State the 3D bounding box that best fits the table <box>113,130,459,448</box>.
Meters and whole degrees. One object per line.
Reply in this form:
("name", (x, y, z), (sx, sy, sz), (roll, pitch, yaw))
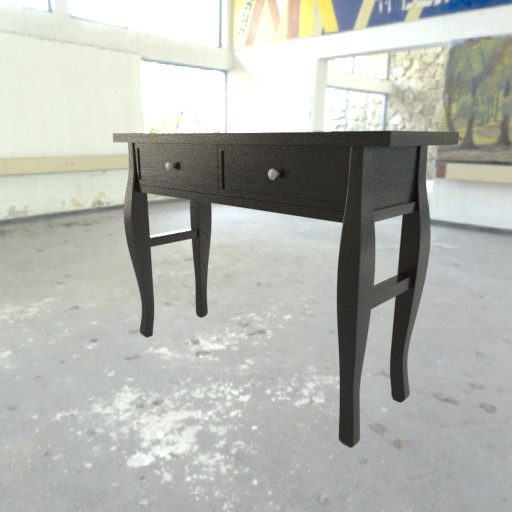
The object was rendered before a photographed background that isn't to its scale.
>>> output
("table", (0.000, 0.000, 1.434), (1.062, 0.768, 0.373), (14, 20, 42))
